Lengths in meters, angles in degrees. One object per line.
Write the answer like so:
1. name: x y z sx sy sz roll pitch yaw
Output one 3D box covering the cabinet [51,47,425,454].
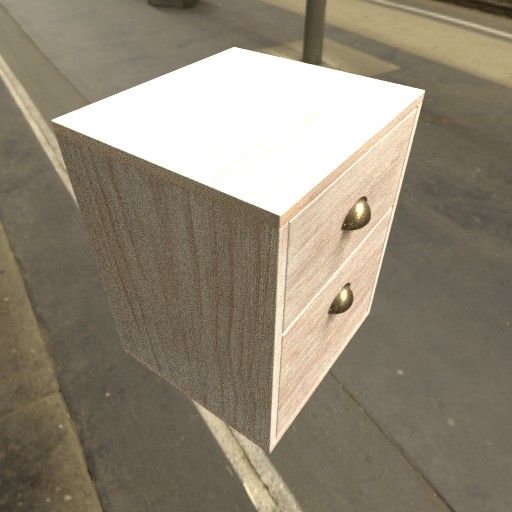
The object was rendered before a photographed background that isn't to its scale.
1. cabinet: 0.000 0.000 0.835 0.401 0.579 0.409 26 47 26
